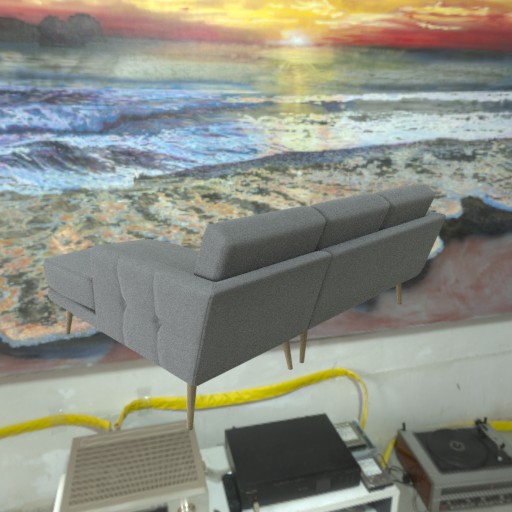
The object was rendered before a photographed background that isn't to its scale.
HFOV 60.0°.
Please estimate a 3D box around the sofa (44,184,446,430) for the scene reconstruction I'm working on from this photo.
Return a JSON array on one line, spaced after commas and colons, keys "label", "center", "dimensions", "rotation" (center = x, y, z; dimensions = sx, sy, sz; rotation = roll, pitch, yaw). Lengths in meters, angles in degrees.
[{"label": "sofa", "center": [0.000, 0.000, 2.761], "dimensions": [1.530, 0.860, 2.040], "rotation": [15, 22, 42]}]
